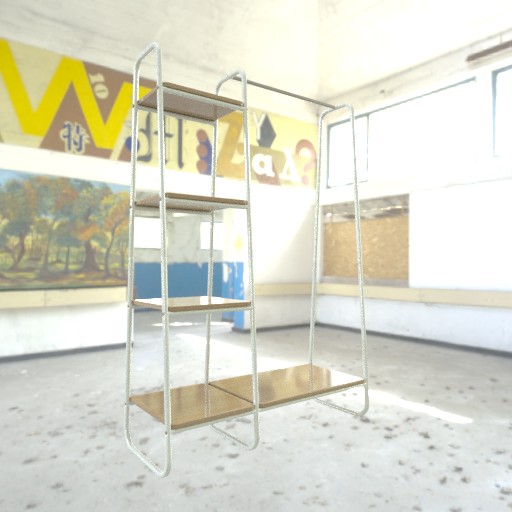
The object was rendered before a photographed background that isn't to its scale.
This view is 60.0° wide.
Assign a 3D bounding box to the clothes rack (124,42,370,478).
[{"bbox_3d":[0.000,0.000,1.900,1.011,1.500,0.400,1,-1,-37],"label":"clothes rack"}]
